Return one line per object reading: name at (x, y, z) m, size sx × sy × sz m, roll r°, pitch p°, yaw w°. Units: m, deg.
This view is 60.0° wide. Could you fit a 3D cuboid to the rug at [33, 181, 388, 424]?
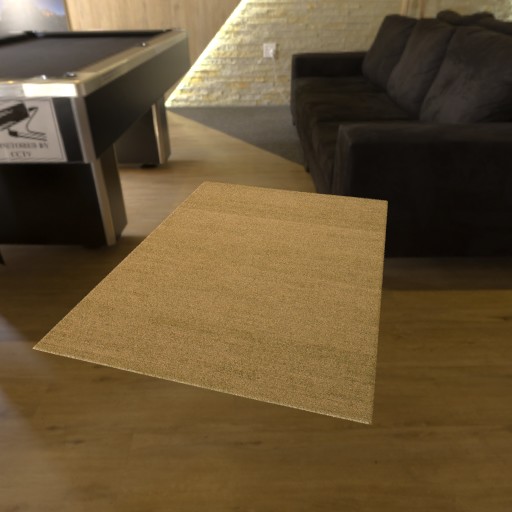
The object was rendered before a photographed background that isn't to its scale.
rug at (0.000, 0.000, 5.011) m, size 2.782 × 0.025 × 3.935 m, roll 8°, pitch 32°, yaw 14°
